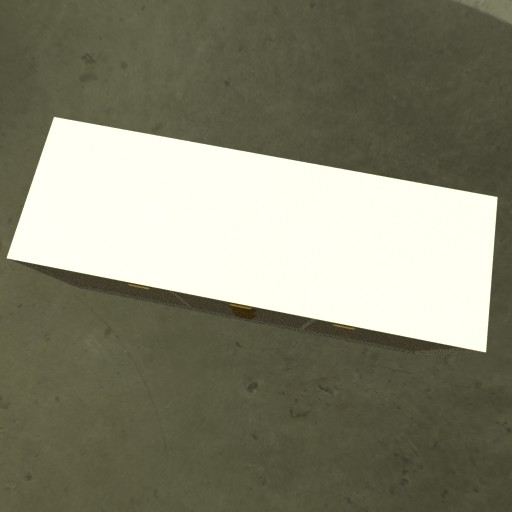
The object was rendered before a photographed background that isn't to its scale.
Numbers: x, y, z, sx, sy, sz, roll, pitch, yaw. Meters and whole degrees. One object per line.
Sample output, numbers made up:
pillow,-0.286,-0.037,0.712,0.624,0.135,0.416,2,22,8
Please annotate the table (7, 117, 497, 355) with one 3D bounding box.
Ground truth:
table,0.000,0.000,1.791,1.500,0.769,0.508,11,77,3
